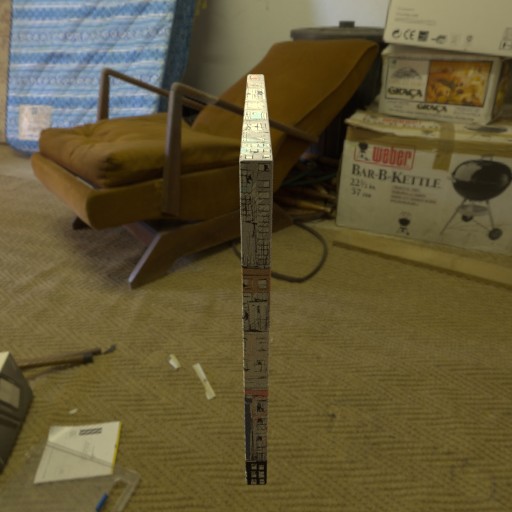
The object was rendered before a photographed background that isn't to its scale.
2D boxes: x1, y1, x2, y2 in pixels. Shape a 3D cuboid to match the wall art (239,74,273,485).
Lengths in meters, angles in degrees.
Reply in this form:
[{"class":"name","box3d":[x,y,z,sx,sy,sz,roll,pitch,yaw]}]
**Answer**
[{"class":"wall art","box3d":[0.000,0.000,0.909,0.038,0.608,0.607,0,31,0]}]
